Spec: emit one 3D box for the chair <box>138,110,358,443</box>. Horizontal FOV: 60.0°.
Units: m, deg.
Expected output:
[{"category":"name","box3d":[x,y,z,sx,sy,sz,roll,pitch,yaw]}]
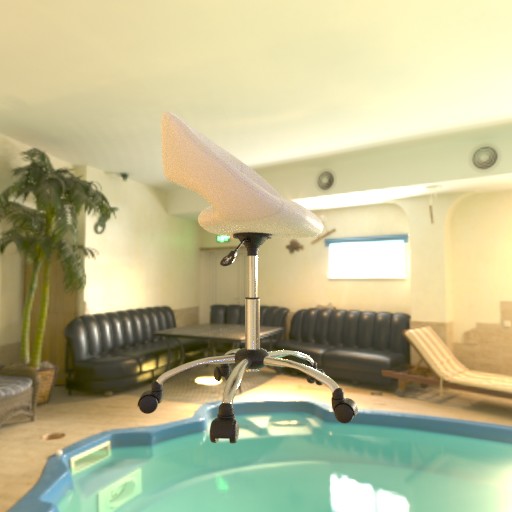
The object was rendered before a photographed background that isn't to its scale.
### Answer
[{"category":"chair","box3d":[0.000,0.000,1.198,0.538,0.791,0.612,-1,-3,18]}]
